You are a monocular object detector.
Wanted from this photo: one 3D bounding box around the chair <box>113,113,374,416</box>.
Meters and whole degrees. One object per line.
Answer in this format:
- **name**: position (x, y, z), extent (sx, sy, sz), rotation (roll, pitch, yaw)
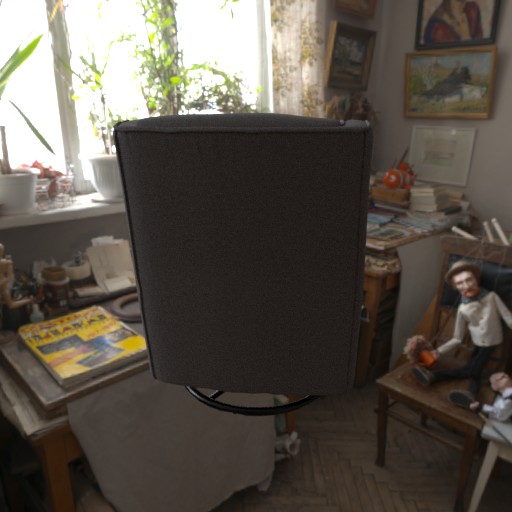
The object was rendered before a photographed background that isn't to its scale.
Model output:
- **chair**: position (0.000, 0.000, 1.619), extent (0.732, 0.993, 0.879), rotation (2, 18, 7)
